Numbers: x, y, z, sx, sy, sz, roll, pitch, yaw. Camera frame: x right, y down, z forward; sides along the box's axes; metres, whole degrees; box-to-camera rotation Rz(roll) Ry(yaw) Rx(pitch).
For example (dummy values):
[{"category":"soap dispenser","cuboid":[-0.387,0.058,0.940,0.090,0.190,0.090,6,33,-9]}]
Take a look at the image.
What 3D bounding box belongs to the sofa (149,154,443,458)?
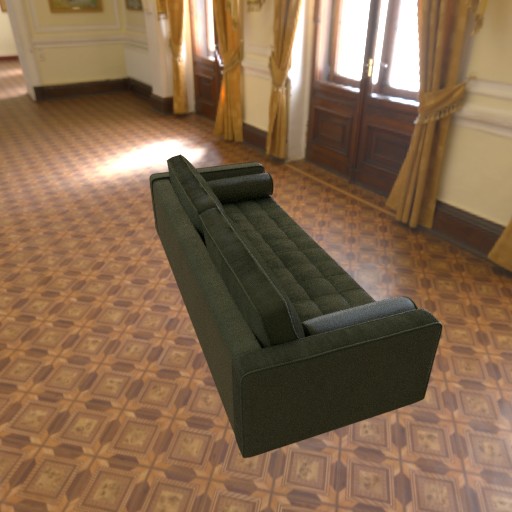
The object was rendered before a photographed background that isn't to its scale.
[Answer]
[{"category":"sofa","cuboid":[0.000,0.000,2.683,0.918,0.769,2.199,-11,32,-17]}]
